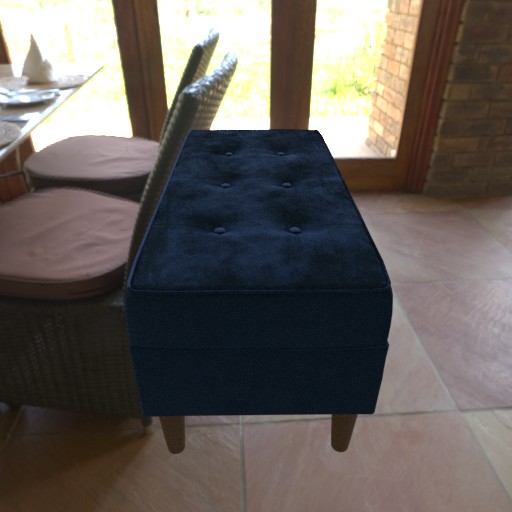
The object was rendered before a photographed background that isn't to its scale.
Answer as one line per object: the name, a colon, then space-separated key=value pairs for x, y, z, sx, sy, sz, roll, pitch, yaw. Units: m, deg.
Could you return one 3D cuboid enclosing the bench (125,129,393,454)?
bench: x=0.000 y=0.000 z=1.290 sx=0.489 sy=0.467 sz=1.010 roll=0 pitch=31 yaw=-1
